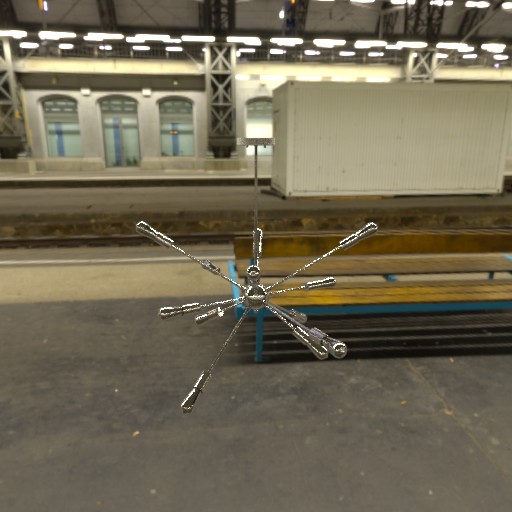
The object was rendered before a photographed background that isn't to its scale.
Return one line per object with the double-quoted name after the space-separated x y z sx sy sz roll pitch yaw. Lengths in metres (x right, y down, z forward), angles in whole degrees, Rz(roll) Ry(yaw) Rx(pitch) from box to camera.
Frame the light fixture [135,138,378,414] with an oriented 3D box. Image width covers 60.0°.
0.000 0.000 1.083 0.509 0.558 0.684 -8 17 -27 "light fixture"
